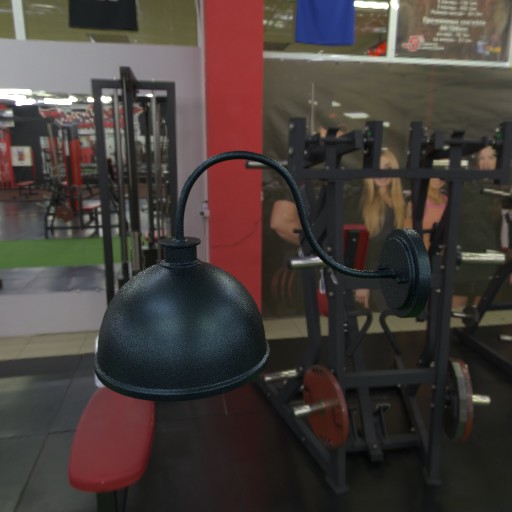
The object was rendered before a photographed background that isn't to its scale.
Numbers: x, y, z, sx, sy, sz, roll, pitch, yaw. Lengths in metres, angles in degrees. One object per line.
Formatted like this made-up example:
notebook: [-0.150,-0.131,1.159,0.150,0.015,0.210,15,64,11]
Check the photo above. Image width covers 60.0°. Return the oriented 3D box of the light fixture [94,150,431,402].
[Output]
light fixture: [0.000,0.000,0.637,0.467,0.295,0.253,-2,14,-8]
